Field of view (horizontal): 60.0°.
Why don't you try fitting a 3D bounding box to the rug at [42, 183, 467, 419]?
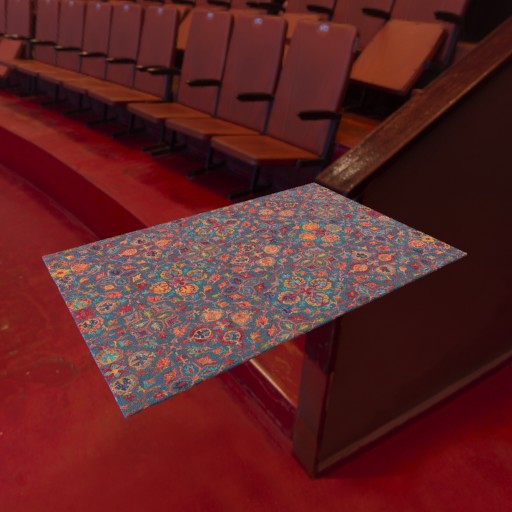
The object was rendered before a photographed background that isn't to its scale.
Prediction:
[{"bbox_3d":[0.000,0.000,2.289,1.836,0.014,1.216,-19,36,-29],"label":"rug"}]
